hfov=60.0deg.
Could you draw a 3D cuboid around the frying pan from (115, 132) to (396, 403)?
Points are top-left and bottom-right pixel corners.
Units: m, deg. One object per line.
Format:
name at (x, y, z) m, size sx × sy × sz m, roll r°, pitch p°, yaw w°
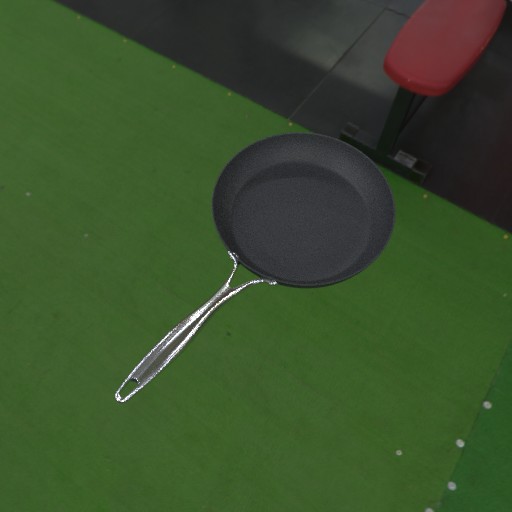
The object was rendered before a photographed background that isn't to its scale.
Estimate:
frying pan at (0.000, 0.000, 0.577) m, size 0.255 × 0.105 × 0.472 m, roll 34°, pitch 68°, yaw 16°
